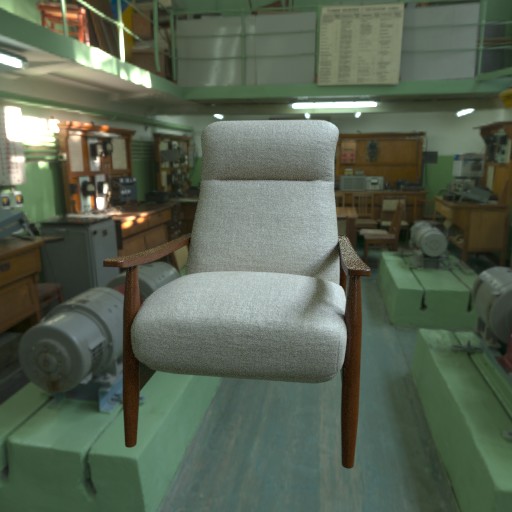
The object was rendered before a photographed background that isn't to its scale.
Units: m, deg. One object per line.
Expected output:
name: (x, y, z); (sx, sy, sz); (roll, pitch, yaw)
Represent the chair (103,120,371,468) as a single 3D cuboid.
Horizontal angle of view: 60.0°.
chair: (0.000, 0.000, 1.735); (0.762, 1.082, 1.014); (2, 13, 8)
